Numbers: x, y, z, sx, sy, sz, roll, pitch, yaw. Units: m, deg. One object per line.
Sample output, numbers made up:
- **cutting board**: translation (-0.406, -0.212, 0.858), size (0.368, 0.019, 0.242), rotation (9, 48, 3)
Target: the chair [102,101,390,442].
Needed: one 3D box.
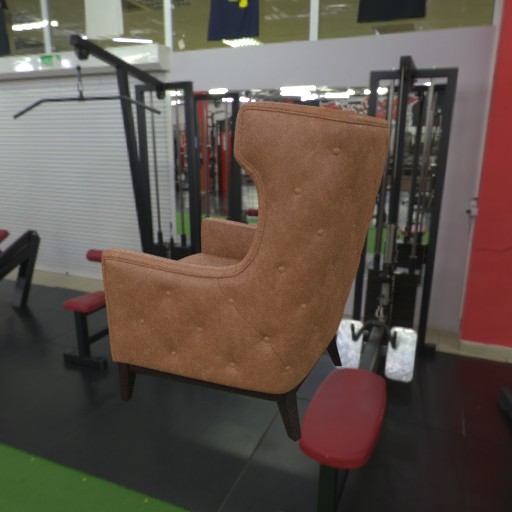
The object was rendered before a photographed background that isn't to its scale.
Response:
- **chair**: translation (0.000, 0.000, 1.715), size (0.899, 1.079, 0.766), rotation (7, 16, 24)
